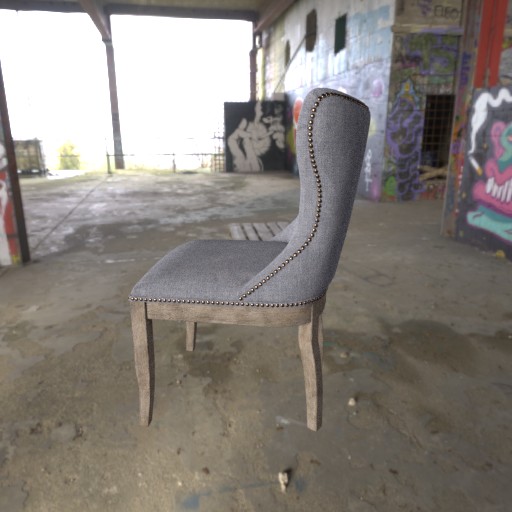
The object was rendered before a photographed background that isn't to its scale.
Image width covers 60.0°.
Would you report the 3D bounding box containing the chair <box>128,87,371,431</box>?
[{"bbox_3d":[0.000,0.000,1.478,0.681,1.002,0.654,2,16,8],"label":"chair"}]
